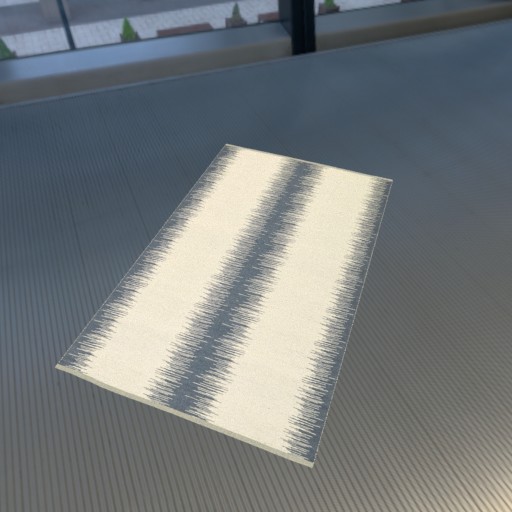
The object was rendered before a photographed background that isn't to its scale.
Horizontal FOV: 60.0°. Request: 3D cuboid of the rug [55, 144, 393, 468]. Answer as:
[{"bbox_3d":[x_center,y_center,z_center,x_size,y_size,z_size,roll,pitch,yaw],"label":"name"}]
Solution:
[{"bbox_3d":[0.000,0.000,3.114,1.519,0.003,2.453,16,49,14],"label":"rug"}]
